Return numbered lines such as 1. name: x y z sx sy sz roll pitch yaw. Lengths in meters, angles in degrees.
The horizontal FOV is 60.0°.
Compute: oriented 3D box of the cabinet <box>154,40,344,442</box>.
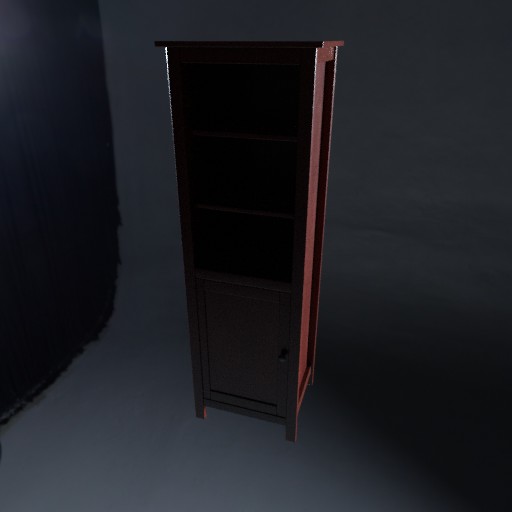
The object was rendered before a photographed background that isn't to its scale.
1. cabinet: 0.000 0.000 1.738 0.500 1.518 0.401 8 27 16
